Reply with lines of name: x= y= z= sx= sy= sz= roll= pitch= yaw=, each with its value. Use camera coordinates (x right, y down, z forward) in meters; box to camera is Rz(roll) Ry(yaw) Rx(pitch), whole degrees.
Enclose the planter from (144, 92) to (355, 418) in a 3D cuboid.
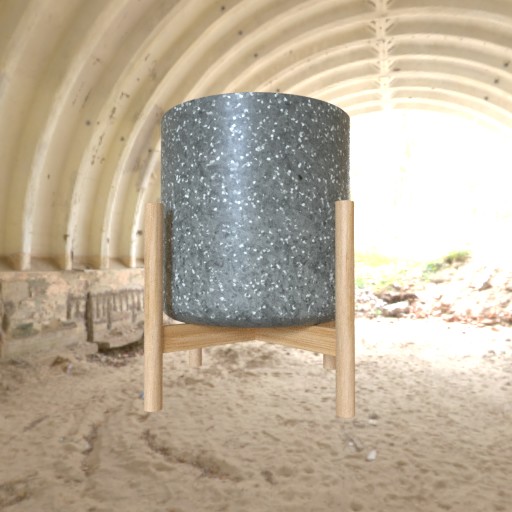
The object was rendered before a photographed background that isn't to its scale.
planter: x=0.000 y=0.000 z=0.720 sx=0.360 sy=0.419 sz=0.360 roll=0 pitch=-1 yaw=-17
